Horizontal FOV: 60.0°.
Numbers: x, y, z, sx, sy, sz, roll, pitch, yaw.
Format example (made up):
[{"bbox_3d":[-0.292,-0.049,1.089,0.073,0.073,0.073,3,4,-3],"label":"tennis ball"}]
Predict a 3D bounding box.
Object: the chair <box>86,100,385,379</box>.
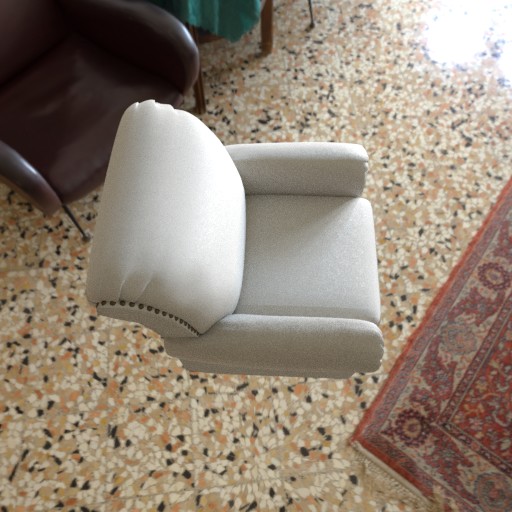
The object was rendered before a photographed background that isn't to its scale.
[{"bbox_3d":[0.000,0.000,1.623,0.890,0.927,0.854,2,65,1],"label":"chair"}]
